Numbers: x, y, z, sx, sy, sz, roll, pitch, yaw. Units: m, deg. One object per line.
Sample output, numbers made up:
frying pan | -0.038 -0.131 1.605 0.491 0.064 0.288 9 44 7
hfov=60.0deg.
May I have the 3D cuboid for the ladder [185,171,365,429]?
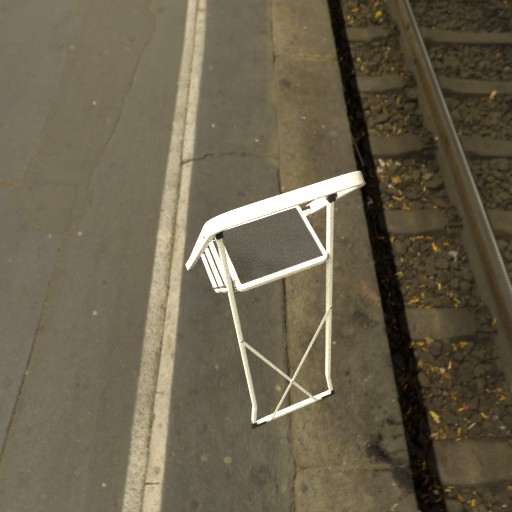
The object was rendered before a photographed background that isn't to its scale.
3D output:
ladder | 0.000 0.000 1.669 0.460 1.265 0.914 -19 60 -12
